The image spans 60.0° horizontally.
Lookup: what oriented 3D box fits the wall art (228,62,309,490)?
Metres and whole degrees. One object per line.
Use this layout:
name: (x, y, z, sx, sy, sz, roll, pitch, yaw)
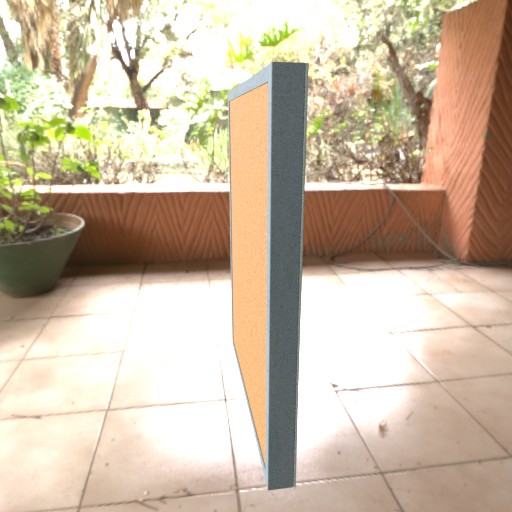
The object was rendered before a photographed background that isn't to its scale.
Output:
wall art: (0.000, 0.000, 0.694, 0.037, 0.509, 0.409, -3, 17, -9)
